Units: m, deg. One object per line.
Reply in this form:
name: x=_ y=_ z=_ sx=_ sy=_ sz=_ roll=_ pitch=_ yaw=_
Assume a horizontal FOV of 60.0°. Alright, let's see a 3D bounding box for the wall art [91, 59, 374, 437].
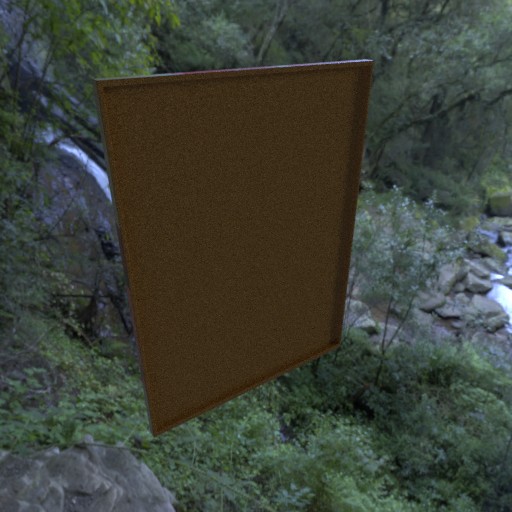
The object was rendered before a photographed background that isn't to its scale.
wall art: x=0.000 y=0.000 z=1.293 sx=0.762 sy=1.015 sz=0.031 roll=-18 pitch=33 yaw=-29
